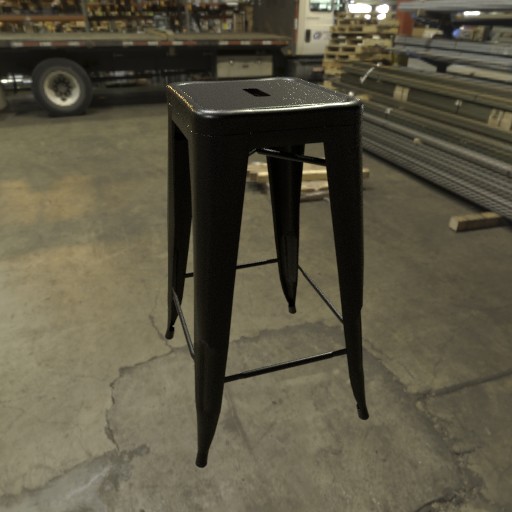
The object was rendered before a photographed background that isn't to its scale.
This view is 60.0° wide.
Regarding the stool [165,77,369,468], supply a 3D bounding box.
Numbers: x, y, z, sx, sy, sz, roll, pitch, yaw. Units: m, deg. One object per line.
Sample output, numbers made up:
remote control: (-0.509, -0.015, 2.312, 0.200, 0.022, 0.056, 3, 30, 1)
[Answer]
stool: (0.000, 0.000, 0.860, 0.359, 0.609, 0.399, -10, 31, -16)
